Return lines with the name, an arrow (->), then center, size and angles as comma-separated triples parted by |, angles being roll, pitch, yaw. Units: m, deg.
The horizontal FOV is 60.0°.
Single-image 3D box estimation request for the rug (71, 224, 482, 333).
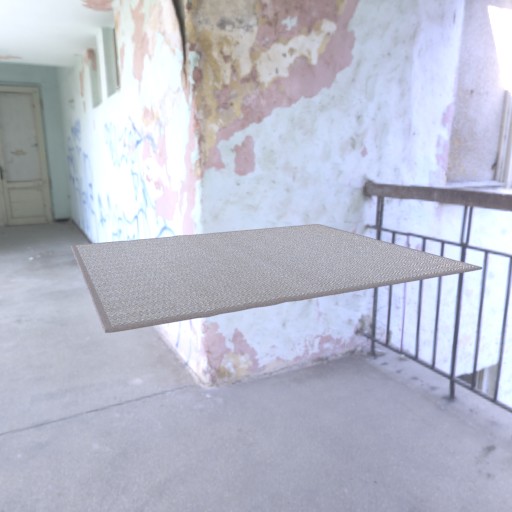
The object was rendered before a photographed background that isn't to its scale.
rug -> 0.000, 0.000, 4.089 | 3.007, 0.032, 2.434 | -7, 15, -25
